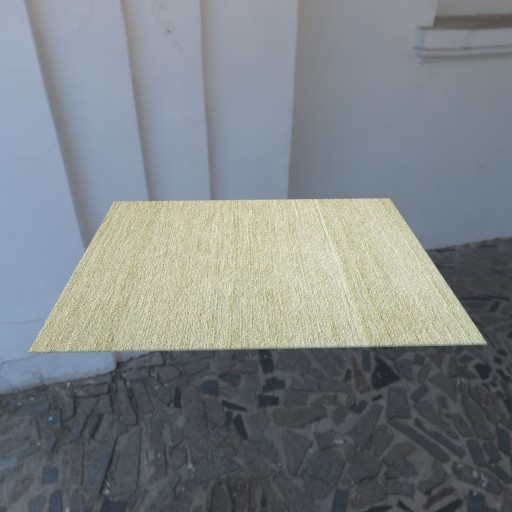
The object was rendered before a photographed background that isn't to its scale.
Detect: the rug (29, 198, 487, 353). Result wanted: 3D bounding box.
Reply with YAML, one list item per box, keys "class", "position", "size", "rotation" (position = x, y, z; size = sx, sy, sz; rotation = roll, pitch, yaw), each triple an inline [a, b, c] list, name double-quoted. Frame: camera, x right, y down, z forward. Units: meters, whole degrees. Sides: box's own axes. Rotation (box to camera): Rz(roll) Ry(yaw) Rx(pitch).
- class: "rug"
  position: [0.000, 0.000, 4.109]
  size: [3.198, 0.016, 2.425]
  rotation: [-1, 32, -1]
